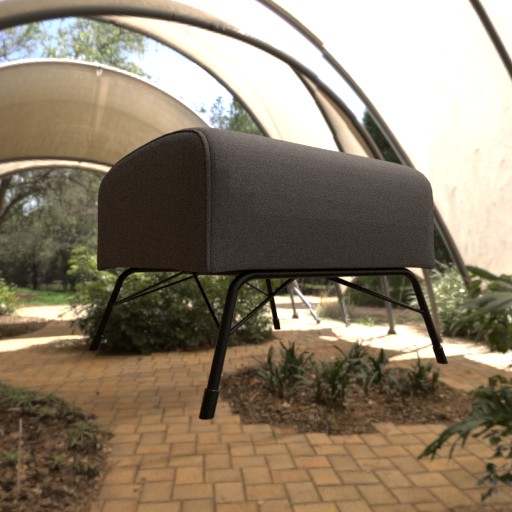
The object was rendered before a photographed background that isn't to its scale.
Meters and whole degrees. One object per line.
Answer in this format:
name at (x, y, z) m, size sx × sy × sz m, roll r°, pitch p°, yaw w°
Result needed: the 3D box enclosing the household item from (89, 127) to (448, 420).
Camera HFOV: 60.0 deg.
household item at (0.000, 0.000, 0.910) m, size 0.530 × 0.410 × 0.530 m, roll 0°, pitch -1°, yaw -35°
